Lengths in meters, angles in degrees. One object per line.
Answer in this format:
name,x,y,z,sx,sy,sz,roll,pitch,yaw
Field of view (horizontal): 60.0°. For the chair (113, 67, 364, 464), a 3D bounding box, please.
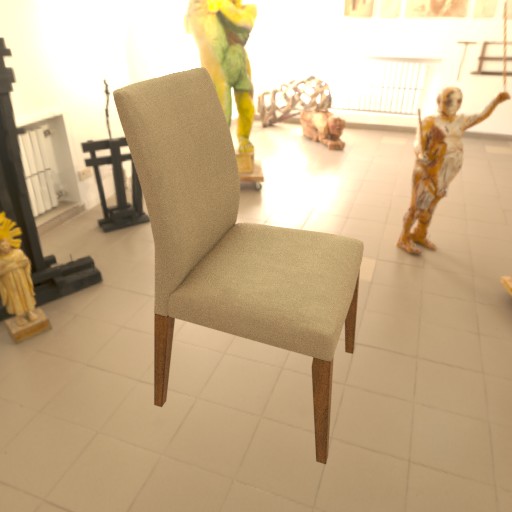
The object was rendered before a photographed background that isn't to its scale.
chair,0.000,0.000,1.270,0.585,0.940,0.496,10,32,17
